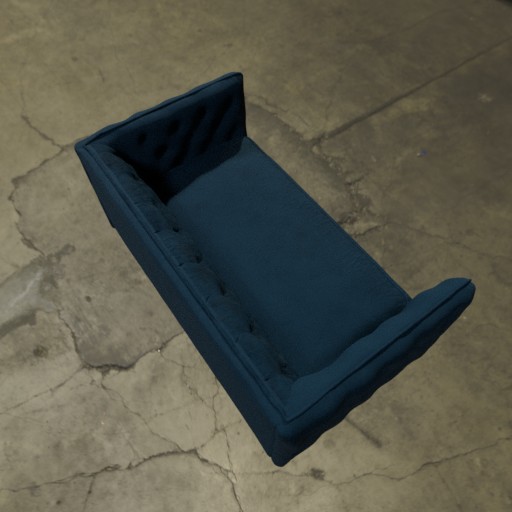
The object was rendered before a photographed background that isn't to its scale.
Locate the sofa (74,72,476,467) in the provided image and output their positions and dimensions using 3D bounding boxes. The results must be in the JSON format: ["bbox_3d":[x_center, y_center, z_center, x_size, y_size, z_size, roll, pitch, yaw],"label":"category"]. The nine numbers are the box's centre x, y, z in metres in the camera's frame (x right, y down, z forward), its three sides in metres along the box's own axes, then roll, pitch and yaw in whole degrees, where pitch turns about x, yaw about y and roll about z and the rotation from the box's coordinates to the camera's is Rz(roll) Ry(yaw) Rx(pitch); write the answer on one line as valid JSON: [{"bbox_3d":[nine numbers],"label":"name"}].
[{"bbox_3d":[0.000,0.000,2.090,0.909,0.810,1.583,-32,64,-18],"label":"sofa"}]
